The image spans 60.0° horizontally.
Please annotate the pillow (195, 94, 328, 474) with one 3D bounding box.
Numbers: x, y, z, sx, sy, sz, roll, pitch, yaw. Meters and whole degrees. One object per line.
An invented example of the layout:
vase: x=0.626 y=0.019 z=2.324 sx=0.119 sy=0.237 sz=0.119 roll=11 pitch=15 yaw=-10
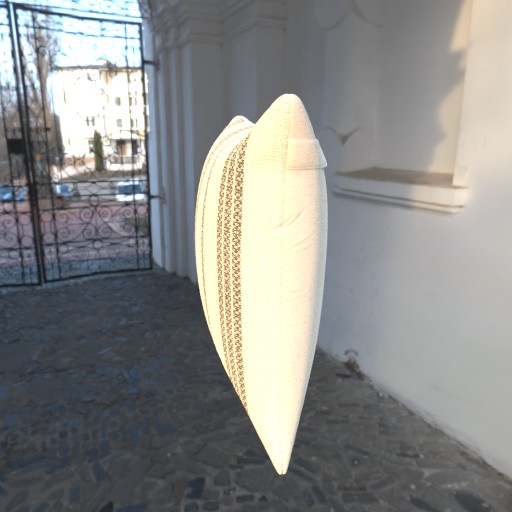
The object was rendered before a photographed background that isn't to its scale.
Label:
pillow: x=0.000 y=0.000 z=0.639 sx=0.173 sy=0.406 sz=0.405 roll=-2 pitch=15 yaw=-8
